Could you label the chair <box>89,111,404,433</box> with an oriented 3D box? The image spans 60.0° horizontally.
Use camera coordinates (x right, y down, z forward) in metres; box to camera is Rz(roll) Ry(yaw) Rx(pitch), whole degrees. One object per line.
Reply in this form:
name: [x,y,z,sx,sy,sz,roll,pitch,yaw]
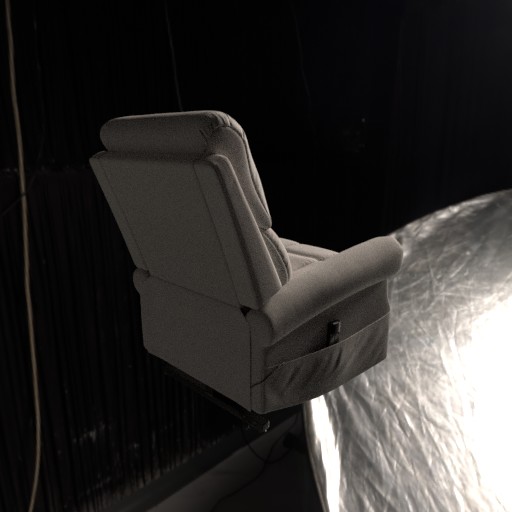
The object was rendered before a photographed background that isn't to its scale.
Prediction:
chair: [0.000,0.000,1.736,0.871,1.031,0.979,14,20,43]
